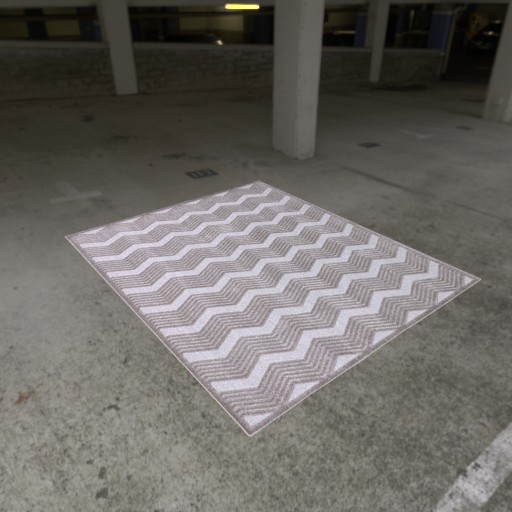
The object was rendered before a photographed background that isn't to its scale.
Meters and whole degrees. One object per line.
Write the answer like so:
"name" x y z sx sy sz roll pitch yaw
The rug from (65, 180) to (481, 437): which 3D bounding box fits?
"rug" 0.000 0.000 3.924 2.391 0.005 2.880 -22 37 -33
